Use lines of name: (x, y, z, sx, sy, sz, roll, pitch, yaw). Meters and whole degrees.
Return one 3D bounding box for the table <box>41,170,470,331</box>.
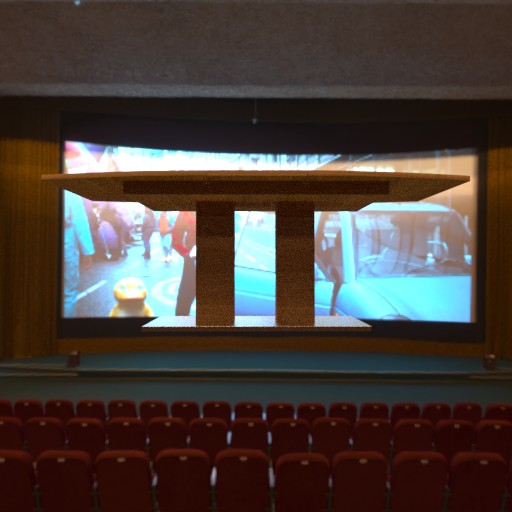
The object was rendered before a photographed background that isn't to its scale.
table: (0.000, 0.000, 2.424, 2.032, 0.750, 0.900, 0, -1, 0)
